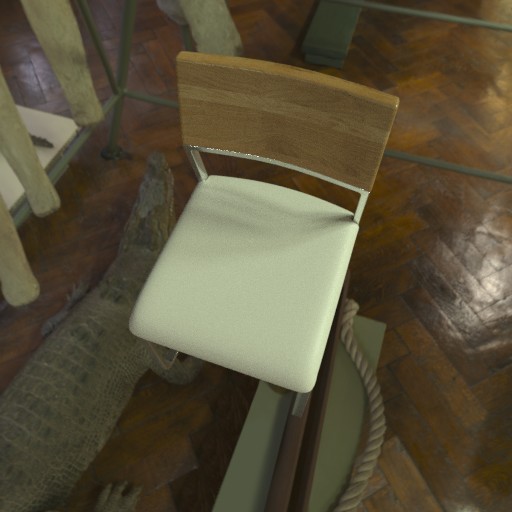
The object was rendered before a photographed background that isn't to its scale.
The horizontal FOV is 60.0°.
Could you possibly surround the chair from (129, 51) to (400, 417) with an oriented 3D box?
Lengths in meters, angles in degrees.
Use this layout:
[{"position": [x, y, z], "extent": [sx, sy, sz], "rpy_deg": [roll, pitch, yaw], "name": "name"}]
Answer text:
[{"position": [0.000, 0.000, 1.155], "extent": [0.467, 0.844, 0.585], "rpy_deg": [16, 59, 10], "name": "chair"}]
